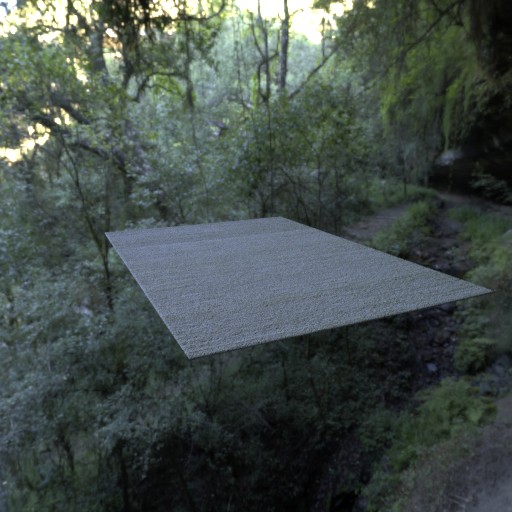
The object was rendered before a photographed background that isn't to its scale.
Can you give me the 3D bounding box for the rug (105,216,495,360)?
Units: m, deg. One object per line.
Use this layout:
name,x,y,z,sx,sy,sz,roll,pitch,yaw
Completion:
rug,0.000,0.000,5.013,2.782,0.025,3.935,-7,17,-24
